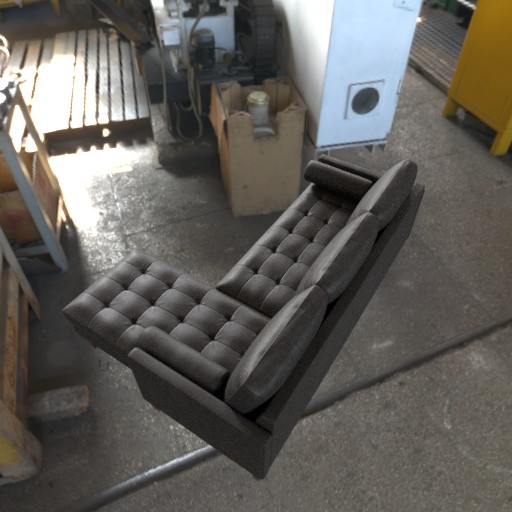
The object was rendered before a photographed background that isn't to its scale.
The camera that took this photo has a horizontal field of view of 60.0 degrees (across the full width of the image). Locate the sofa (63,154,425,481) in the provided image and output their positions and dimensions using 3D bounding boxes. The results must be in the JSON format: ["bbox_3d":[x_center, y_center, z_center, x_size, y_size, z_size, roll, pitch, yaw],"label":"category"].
[{"bbox_3d":[0.000,0.000,2.943,1.497,0.876,2.178,25,51,22],"label":"sofa"}]
